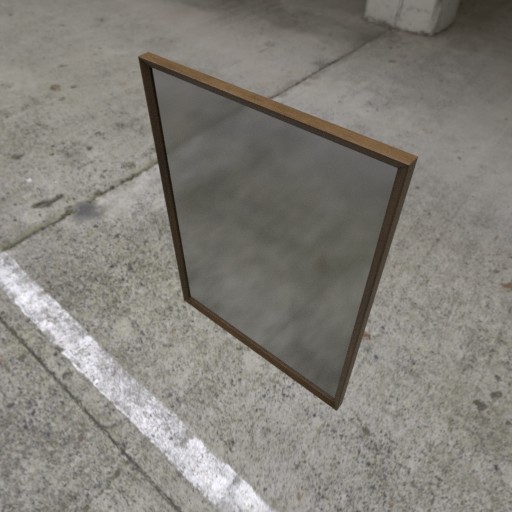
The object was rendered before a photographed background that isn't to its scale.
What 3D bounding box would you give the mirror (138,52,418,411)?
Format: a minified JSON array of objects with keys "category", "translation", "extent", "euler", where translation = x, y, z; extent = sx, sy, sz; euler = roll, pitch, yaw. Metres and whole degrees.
[{"category":"mirror","translation":[0.000,0.000,1.353],"extent":[0.762,1.016,0.041],"euler":[31,53,26]}]
